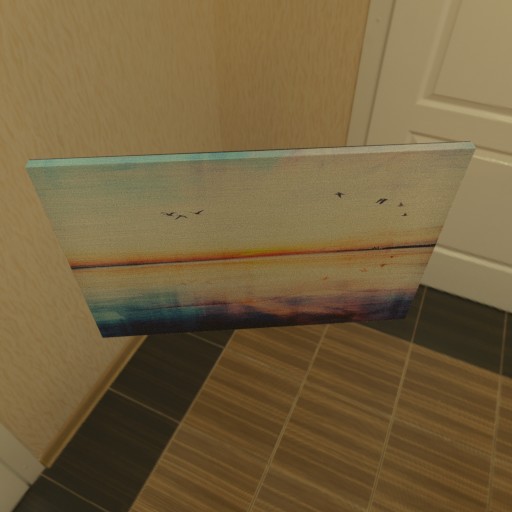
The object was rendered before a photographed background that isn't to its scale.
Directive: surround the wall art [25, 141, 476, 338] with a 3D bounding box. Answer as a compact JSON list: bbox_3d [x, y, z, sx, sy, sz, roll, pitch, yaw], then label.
[{"bbox_3d":[0.000,0.000,0.744,0.604,0.402,0.018,-3,47,-3],"label":"wall art"}]
